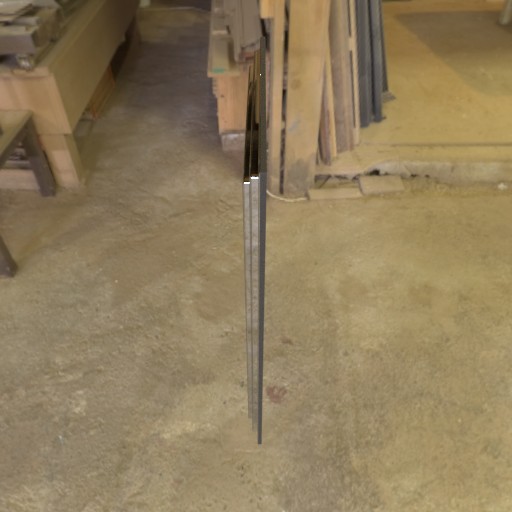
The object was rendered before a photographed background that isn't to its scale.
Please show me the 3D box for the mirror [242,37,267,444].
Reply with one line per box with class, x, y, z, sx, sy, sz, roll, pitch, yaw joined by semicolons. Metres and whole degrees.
mirror;0.000;0.000;1.186;0.039;0.914;0.613;0;43;0
